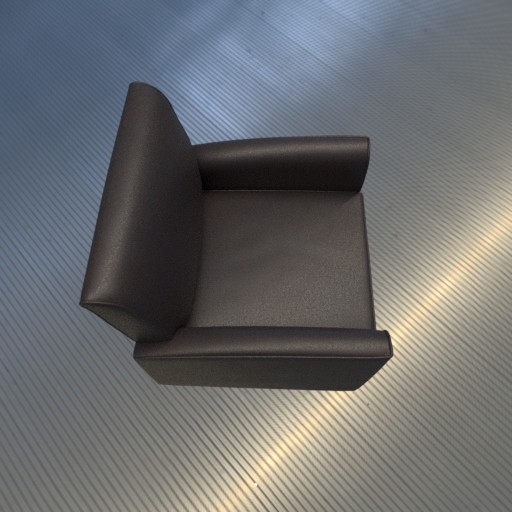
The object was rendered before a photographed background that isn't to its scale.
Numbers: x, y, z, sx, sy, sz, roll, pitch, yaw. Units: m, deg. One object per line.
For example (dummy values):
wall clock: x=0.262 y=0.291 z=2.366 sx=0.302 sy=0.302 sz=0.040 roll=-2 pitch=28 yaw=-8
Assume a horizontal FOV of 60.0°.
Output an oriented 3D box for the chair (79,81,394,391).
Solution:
chair: x=0.000 y=0.000 z=1.585 sx=0.819 sy=0.916 sz=0.820 roll=2 pitch=63 yaw=1
